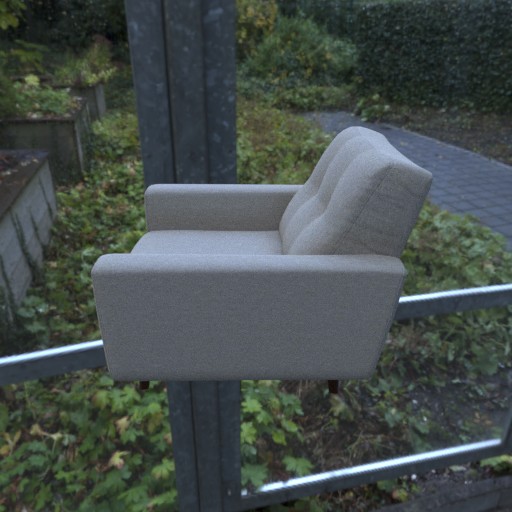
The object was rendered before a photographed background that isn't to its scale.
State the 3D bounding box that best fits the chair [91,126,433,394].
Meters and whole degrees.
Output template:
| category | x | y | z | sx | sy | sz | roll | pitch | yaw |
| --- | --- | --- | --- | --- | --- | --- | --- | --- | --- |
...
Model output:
| category | x | y | z | sx | sy | sz | roll | pitch | yaw |
| --- | --- | --- | --- | --- | --- | --- | --- | --- | --- |
| chair | 0.000 | 0.000 | 1.874 | 1.128 | 0.965 | 0.897 | 0 | 27 | 0 |
